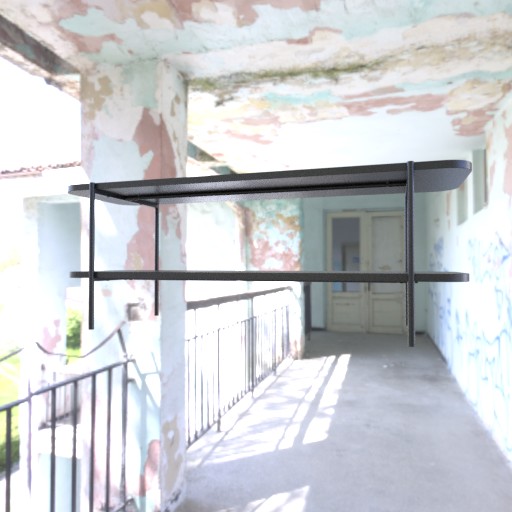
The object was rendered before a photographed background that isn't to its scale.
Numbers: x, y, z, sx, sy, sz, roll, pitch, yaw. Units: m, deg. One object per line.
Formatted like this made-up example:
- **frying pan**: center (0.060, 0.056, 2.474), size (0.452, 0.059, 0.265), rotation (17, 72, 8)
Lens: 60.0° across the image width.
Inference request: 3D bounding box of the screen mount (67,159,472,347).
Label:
- **screen mount**: center (0.000, 0.000, 1.392), size (1.200, 0.447, 0.400), rotation (0, -1, 18)
